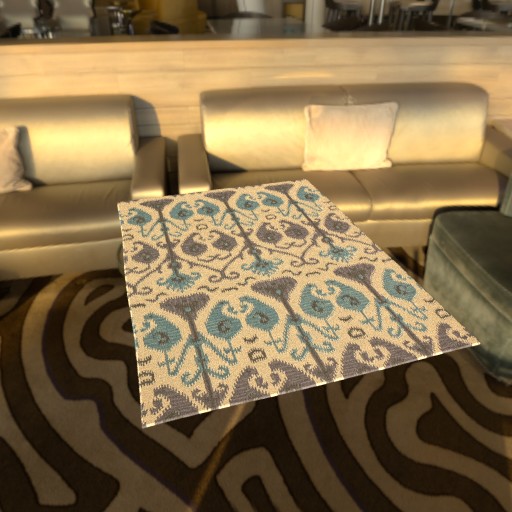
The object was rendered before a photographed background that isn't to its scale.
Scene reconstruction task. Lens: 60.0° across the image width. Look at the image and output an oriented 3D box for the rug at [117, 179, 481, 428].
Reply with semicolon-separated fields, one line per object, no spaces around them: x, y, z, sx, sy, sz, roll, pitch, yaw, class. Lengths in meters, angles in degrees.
0.000;0.000;2.928;1.676;0.013;2.261;-9;33;-15;rug
